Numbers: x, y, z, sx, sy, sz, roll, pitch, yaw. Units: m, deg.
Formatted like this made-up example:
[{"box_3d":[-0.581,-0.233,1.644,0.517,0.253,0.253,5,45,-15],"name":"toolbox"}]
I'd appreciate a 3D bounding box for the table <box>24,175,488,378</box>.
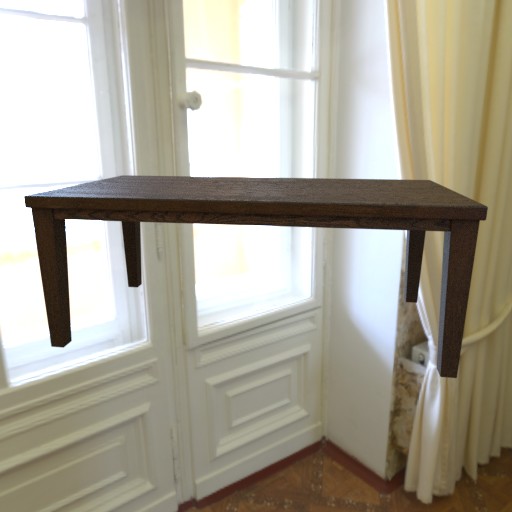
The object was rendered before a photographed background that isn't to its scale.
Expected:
[{"box_3d":[0.000,0.000,2.450,1.981,0.762,1.016,2,16,9],"name":"table"}]
